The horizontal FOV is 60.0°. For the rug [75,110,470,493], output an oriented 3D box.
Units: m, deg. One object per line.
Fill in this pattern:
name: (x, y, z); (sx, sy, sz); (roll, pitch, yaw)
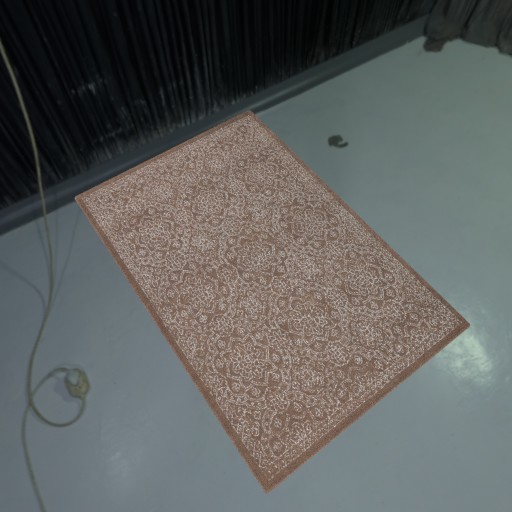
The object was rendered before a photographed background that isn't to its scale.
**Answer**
rug: (0.000, 0.000, 2.892); (1.524, 0.011, 2.286); (-32, 65, -17)
